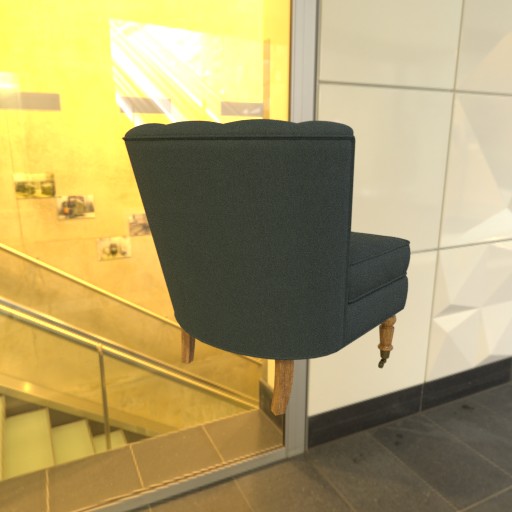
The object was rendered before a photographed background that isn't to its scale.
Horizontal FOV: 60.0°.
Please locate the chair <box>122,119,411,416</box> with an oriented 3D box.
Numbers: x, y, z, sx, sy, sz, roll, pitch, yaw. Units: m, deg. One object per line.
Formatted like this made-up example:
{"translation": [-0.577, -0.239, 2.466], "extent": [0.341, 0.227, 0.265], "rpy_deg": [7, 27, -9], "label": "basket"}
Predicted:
{"translation": [0.000, 0.000, 1.360], "extent": [0.740, 0.771, 0.718], "rpy_deg": [14, 19, 43], "label": "chair"}
